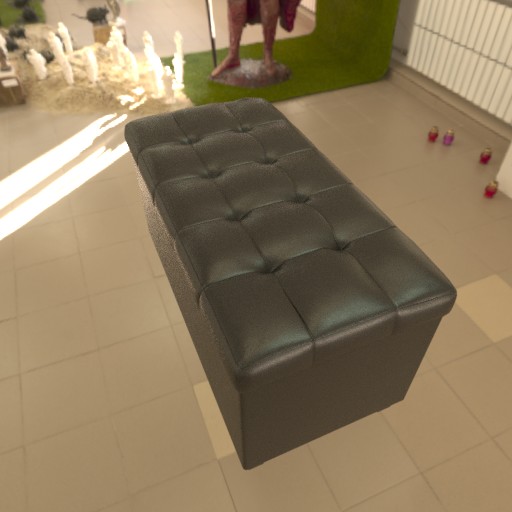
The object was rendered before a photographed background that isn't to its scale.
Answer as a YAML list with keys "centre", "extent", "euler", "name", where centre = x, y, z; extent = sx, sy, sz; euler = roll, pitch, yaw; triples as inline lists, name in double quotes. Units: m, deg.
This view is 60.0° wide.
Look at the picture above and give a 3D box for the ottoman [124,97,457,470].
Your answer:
- centre: [0.000, 0.000, 1.118]
  extent: [0.432, 0.470, 0.838]
  euler: [-17, 47, -17]
  name: "ottoman"
